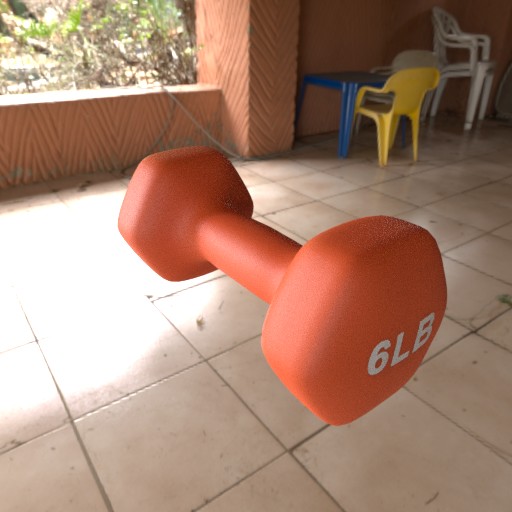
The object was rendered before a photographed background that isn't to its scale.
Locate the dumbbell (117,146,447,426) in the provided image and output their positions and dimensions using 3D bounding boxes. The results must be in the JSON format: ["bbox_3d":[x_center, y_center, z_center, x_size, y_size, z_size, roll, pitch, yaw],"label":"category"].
[{"bbox_3d":[0.000,0.000,0.204,0.079,0.071,0.162,-19,33,-32],"label":"dumbbell"}]
